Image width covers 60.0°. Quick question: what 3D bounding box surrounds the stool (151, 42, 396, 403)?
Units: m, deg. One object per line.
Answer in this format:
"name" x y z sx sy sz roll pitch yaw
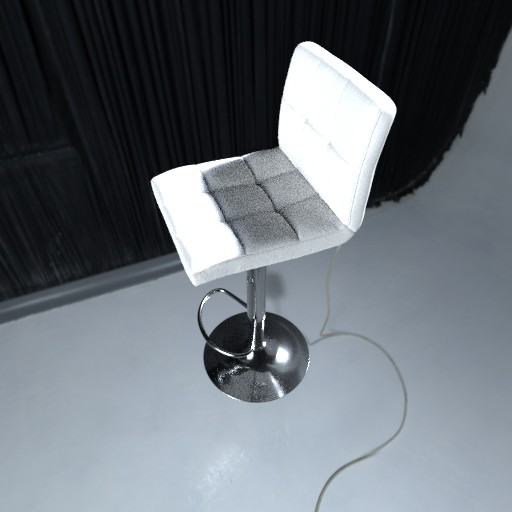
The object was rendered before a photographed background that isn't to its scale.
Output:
"stool" 0.000 0.000 1.389 0.505 1.115 0.430 -16 47 -16
